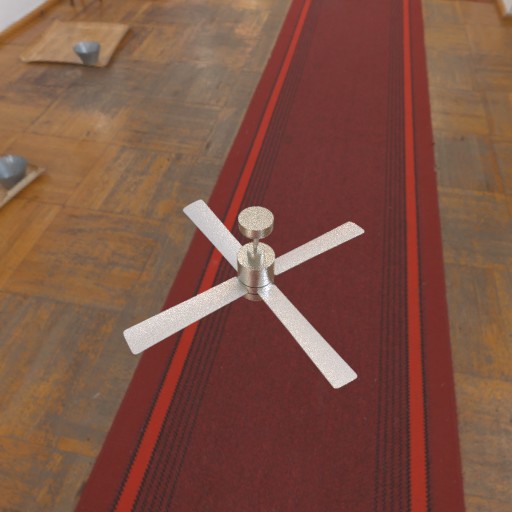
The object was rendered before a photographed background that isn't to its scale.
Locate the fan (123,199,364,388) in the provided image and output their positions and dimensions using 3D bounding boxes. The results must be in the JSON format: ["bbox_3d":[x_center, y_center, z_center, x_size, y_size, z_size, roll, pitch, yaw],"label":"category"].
[{"bbox_3d":[0.000,0.000,2.346,1.525,0.539,1.525,-25,52,-22],"label":"fan"}]
